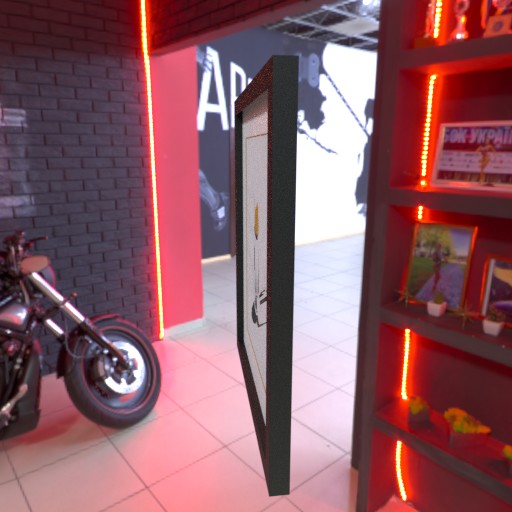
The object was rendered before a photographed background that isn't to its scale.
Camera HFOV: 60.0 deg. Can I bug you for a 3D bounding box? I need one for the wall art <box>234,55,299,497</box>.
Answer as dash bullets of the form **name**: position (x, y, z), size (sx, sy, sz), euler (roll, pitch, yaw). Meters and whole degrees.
- **wall art**: position (0.000, 0.000, 0.528), size (0.019, 0.381, 0.330), euler (-2, 14, -7)
